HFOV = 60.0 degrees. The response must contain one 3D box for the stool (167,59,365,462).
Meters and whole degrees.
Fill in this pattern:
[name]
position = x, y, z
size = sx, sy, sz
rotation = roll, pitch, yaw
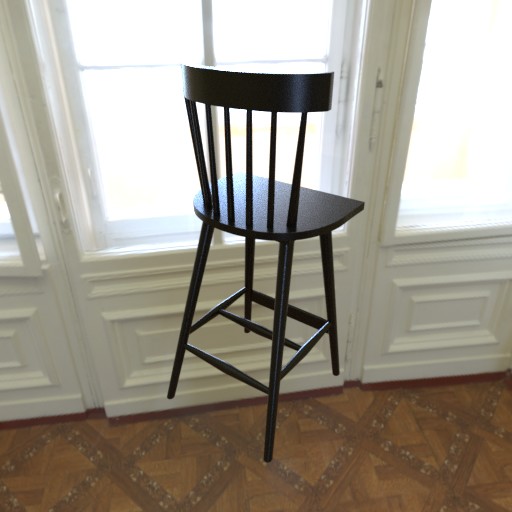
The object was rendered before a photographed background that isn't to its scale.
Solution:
[stool]
position = 0.000, 0.000, 1.369
size = 0.482, 1.092, 0.483
rotation = 20, 35, 31
